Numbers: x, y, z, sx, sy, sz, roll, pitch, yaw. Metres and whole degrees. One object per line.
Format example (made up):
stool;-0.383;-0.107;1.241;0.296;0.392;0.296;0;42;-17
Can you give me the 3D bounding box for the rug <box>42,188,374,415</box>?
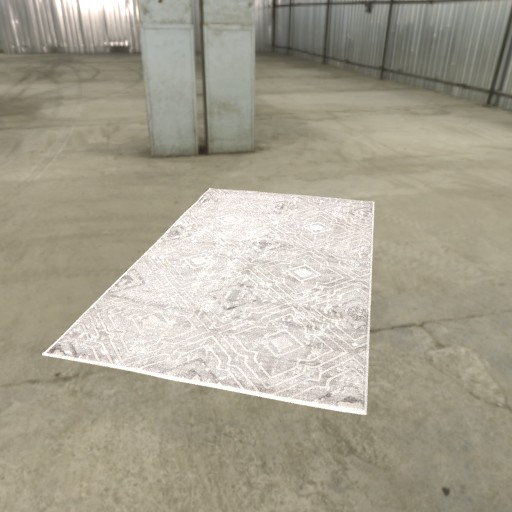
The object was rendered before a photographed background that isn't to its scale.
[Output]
rug;0.000;0.000;3.012;1.537;0.036;2.447;7;29;12
